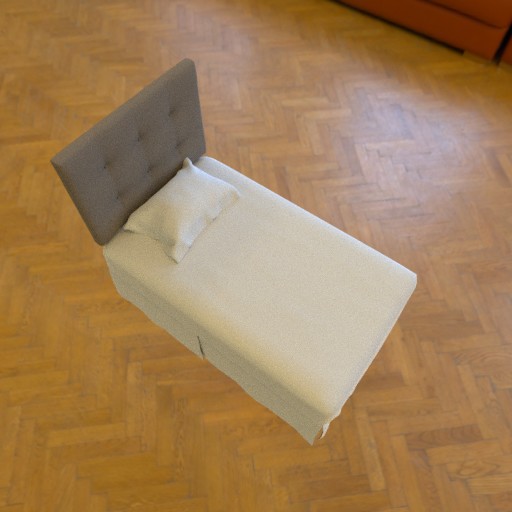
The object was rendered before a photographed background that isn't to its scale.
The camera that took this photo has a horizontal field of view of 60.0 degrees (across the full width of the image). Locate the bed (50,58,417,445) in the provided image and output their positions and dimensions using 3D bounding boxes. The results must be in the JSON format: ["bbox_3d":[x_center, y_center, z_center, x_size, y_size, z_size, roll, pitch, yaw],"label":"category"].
[{"bbox_3d":[0.000,0.000,2.994,1.997,1.571,1.261,32,64,18],"label":"bed"}]
